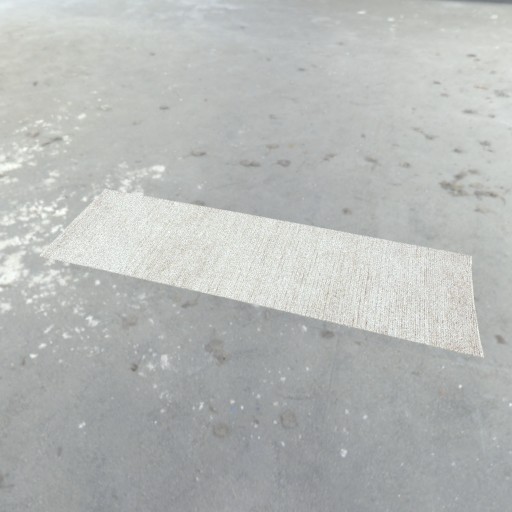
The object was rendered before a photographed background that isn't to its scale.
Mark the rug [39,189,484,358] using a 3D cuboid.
[{"bbox_3d":[0.000,0.000,2.490,2.346,0.013,0.712,12,43,13],"label":"rug"}]
